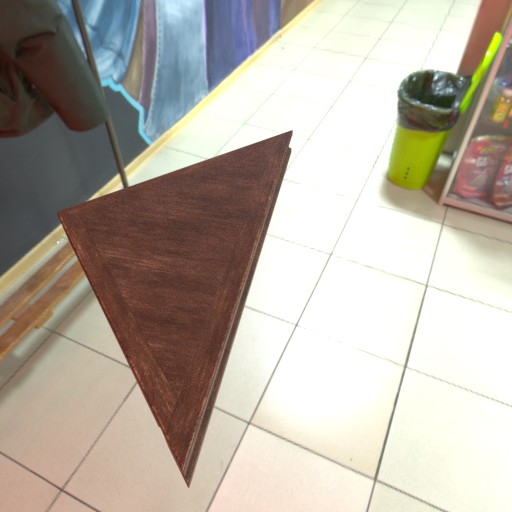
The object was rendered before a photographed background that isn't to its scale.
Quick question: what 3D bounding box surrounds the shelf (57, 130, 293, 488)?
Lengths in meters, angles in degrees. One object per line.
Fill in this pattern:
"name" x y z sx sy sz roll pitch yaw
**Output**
"shelf" 0.000 0.000 0.433 0.296 0.035 0.296 -25 51 -22
